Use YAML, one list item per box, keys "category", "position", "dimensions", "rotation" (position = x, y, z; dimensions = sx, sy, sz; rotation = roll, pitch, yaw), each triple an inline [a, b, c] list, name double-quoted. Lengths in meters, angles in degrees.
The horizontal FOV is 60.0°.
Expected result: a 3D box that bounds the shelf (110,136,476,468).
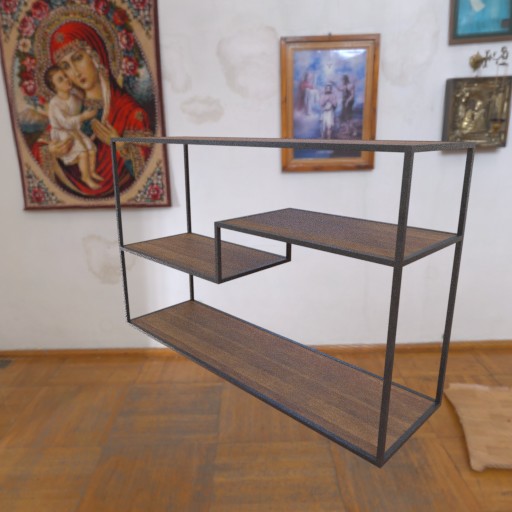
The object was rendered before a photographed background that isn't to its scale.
- category: "shelf"
  position: [0.000, 0.000, 1.501]
  dimensions: [1.201, 0.765, 0.361]
  rotation: [15, 22, 42]
